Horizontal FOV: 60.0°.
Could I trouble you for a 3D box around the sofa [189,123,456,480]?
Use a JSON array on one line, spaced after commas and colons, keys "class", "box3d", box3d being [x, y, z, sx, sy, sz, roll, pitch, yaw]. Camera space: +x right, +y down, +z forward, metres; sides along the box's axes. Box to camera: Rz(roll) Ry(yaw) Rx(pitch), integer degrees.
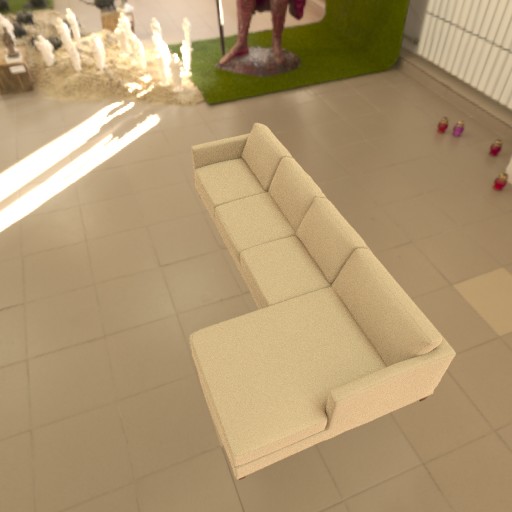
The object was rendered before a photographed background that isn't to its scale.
[{"class": "sofa", "box3d": [0.000, 0.000, 3.953, 1.625, 0.861, 3.186, -16, 48, -15]}]
